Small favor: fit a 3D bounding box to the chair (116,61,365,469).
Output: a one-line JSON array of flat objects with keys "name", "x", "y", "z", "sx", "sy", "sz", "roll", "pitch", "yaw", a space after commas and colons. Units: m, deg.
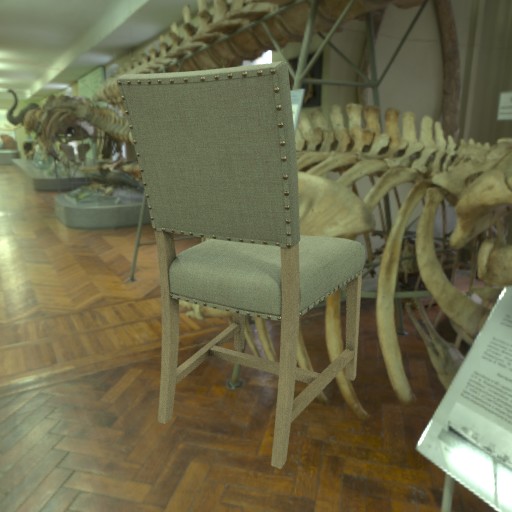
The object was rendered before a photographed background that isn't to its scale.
[{"name": "chair", "x": 0.000, "y": 0.000, "z": 1.335, "sx": 0.508, "sy": 0.986, "sz": 0.622, "roll": 8, "pitch": 17, "yaw": 28}]
